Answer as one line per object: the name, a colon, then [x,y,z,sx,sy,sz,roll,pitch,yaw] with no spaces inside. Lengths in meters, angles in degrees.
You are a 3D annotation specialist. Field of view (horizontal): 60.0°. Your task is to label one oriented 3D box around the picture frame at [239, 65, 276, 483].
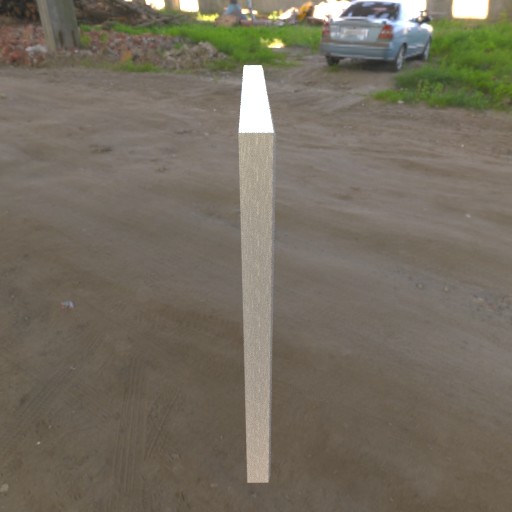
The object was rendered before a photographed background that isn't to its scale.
picture frame: [0.000,0.000,0.527,0.027,0.378,0.327,0,30,-1]
